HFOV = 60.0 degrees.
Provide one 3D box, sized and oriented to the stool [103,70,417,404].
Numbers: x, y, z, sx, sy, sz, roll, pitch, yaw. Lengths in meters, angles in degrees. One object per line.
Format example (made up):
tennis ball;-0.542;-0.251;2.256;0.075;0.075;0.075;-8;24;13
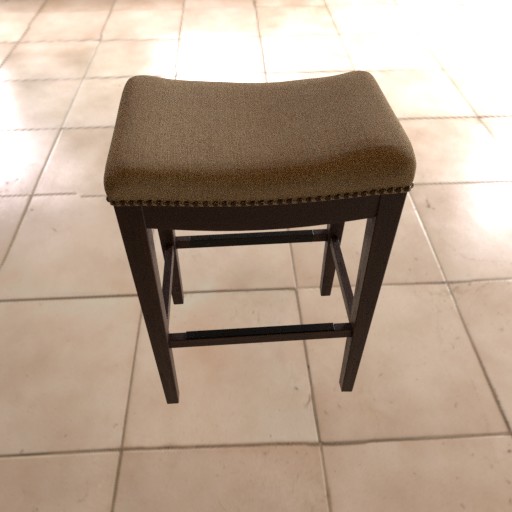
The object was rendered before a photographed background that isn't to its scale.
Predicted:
stool;0.000;0.000;1.052;0.509;0.768;0.363;-3;48;-3
